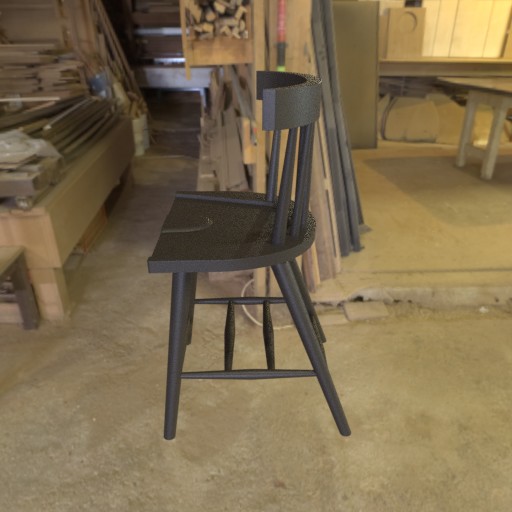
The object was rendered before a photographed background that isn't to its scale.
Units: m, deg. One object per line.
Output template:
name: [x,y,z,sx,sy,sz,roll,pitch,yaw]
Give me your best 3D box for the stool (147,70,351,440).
stool: [0.000,0.000,1.276,0.549,0.953,0.494,-1,27,-1]
